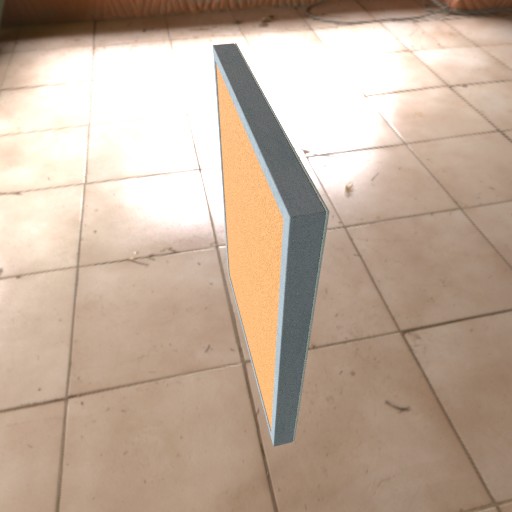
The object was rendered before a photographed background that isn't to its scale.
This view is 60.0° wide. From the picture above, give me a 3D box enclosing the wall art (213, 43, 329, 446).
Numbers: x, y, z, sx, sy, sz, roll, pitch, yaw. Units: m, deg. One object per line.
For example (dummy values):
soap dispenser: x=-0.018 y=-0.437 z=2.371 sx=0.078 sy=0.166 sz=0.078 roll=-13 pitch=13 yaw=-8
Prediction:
wall art: x=0.000 y=0.000 z=0.711 sx=0.037 sy=0.509 sz=0.409 roll=-10 pitch=46 yaw=-9
